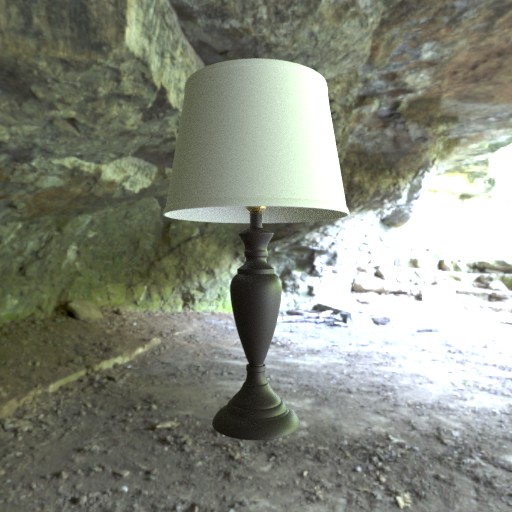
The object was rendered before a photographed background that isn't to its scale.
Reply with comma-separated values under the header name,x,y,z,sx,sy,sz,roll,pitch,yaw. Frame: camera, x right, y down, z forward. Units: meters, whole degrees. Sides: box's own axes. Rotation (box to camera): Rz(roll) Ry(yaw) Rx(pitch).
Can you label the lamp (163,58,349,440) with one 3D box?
name,x,y,z,sx,sy,sz,roll,pitch,yaw
lamp,0.000,0.000,0.812,0.335,0.611,0.335,0,0,0
